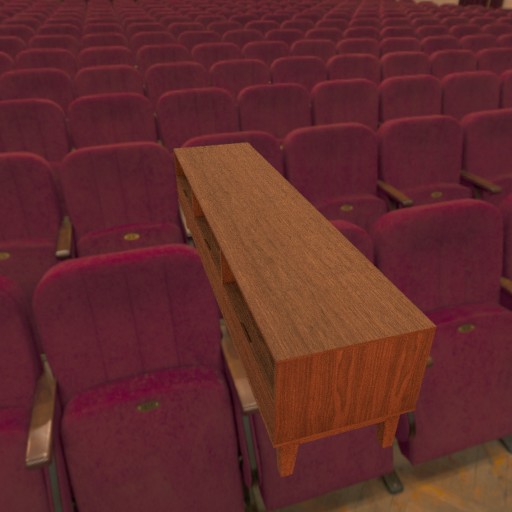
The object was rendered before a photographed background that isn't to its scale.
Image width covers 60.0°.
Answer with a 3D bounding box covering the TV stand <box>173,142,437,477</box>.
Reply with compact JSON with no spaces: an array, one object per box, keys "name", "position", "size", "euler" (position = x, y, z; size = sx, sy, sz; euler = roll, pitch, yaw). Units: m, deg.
[{"name":"TV stand","position":[0.000,0.000,1.626],"size":[0.366,0.409,1.482],"euler":[-9,31,-15]}]
